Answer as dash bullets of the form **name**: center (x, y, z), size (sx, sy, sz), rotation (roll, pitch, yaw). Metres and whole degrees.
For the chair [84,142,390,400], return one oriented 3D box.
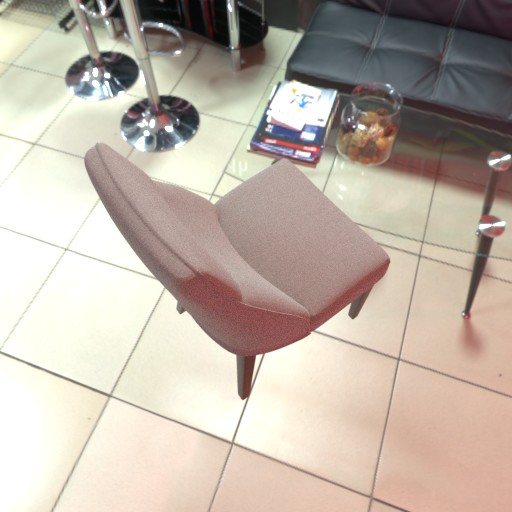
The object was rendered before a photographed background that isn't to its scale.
- **chair**: center (0.000, 0.000, 1.261), size (0.620, 0.930, 0.500), rotation (-33, 65, -18)
